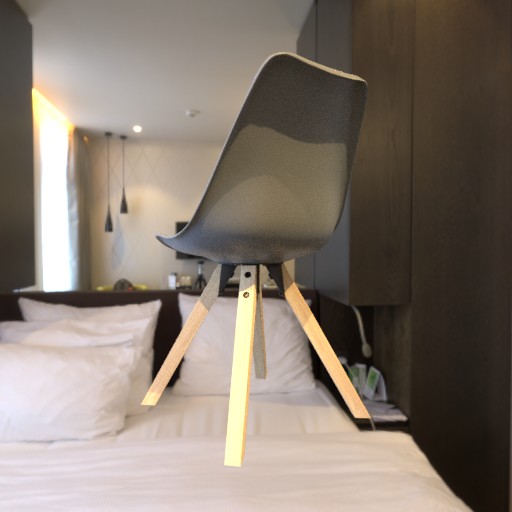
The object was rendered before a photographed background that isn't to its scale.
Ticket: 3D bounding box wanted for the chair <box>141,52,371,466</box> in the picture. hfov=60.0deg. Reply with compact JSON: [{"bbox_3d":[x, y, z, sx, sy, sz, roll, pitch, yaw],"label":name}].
[{"bbox_3d":[0.000,0.000,1.187,0.485,0.850,0.550,-1,2,-37],"label":"chair"}]
